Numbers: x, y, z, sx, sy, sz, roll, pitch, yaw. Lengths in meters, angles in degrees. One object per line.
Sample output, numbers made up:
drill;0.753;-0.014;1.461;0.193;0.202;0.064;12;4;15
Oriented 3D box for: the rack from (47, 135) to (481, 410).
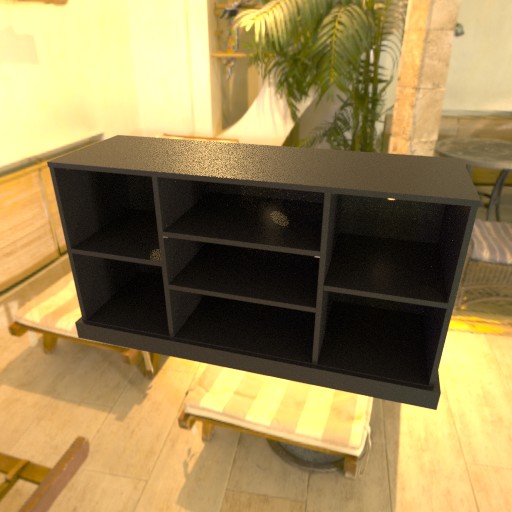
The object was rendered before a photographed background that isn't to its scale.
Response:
rack;0.000;0.000;1.459;1.206;0.635;0.399;8;28;14
